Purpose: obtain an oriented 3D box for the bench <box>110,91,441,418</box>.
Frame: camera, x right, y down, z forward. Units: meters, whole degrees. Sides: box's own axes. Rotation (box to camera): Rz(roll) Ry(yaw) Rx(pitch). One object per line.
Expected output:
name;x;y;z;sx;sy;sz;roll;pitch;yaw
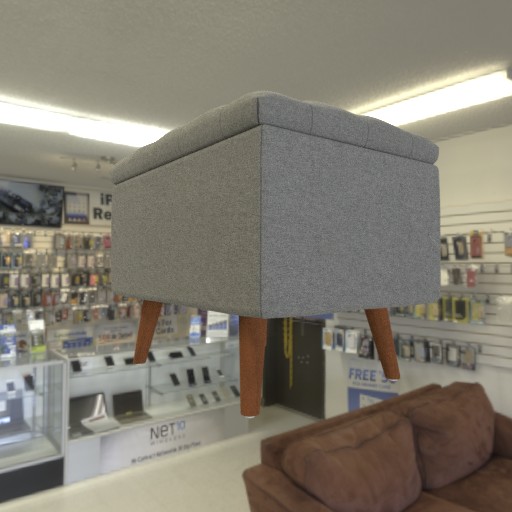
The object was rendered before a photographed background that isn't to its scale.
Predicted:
bench;0.000;0.000;0.899;0.417;0.469;0.572;1;-1;-37
